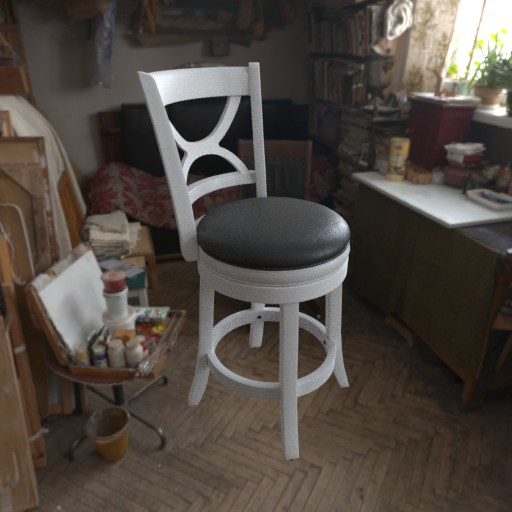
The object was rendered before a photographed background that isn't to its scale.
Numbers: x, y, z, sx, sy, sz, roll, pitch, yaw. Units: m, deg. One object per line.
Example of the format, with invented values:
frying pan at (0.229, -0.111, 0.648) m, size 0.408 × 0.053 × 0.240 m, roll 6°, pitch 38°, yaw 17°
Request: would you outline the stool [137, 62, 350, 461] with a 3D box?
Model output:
stool at (0.000, 0.000, 1.223) m, size 0.508 × 0.953 × 0.444 m, roll 17°, pitch 31°, yaw 30°
